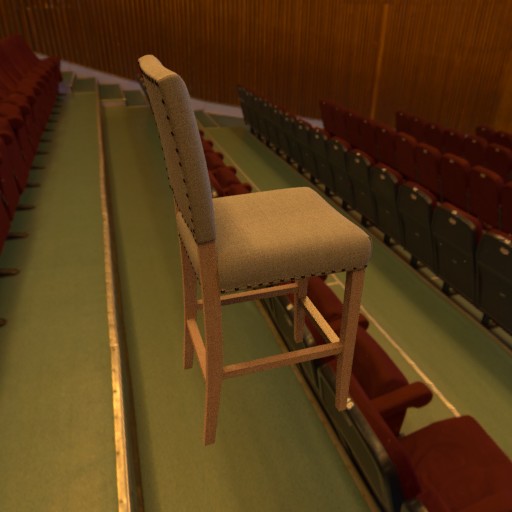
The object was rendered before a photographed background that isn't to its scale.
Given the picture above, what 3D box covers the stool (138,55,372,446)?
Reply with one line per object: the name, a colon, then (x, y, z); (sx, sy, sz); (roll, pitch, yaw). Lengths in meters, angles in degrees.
stool: (0.000, 0.000, 1.440); (0.585, 1.173, 0.445); (-9, 31, -16)
